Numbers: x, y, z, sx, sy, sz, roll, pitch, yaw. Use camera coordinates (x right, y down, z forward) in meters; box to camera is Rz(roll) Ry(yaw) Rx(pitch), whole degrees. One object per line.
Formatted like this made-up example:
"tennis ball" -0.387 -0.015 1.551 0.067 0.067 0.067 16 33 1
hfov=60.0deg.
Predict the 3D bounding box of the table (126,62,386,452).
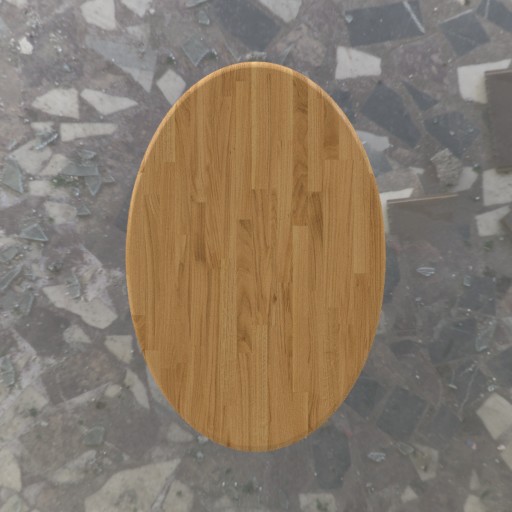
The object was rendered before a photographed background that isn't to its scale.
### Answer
"table" 0.000 0.000 1.403 0.690 0.490 1.040 0 90 0
